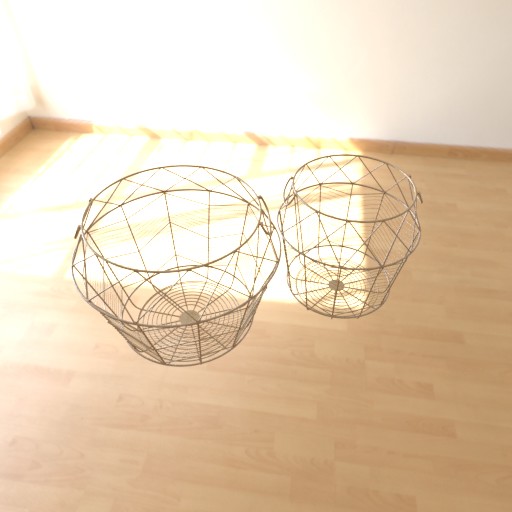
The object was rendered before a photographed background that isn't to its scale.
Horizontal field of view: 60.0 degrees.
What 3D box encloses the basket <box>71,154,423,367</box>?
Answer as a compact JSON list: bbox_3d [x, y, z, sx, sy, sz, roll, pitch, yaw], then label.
[{"bbox_3d":[0.000,0.000,1.059,0.805,0.343,0.451,-11,43,-12],"label":"basket"}]
